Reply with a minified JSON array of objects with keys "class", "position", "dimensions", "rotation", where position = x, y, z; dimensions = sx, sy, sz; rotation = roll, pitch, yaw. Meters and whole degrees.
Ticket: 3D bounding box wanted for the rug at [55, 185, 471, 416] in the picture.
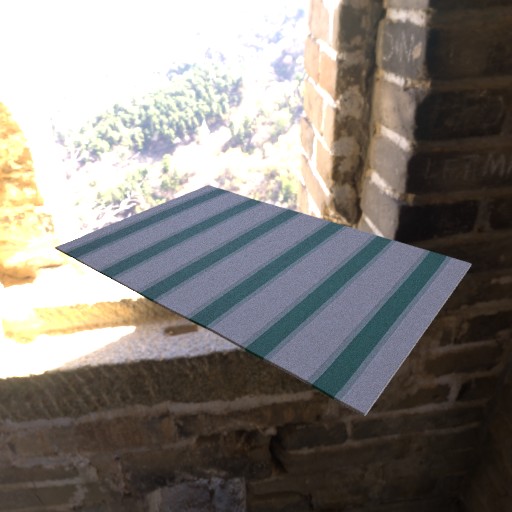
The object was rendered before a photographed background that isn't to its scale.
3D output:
[{"class":"rug","position":[0.000,0.000,2.322],"dimensions":[1.829,0.012,1.210],"rotation":[21,36,32]}]
